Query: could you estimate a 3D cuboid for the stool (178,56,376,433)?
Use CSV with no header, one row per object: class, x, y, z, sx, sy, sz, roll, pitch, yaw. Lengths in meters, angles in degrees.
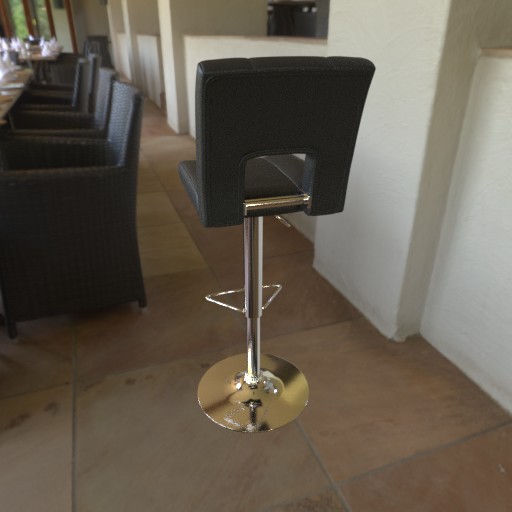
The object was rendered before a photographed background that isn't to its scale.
stool,0.000,0.000,1.376,0.415,1.151,0.520,-8,28,-15
